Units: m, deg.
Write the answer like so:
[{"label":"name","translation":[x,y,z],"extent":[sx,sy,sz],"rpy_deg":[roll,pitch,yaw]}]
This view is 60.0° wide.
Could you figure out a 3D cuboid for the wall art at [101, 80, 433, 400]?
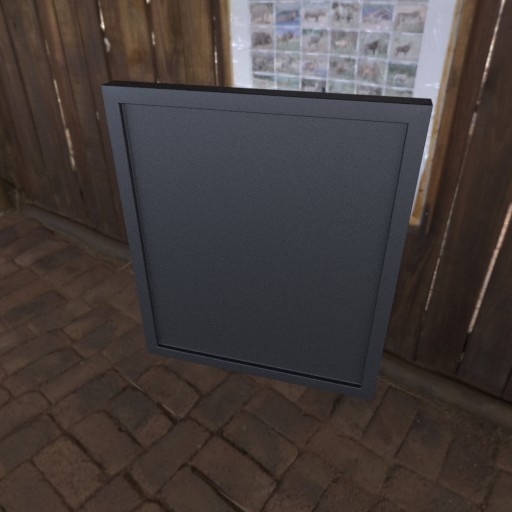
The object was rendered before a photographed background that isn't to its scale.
[{"label":"wall art","translation":[0.000,0.000,0.535],"extent":[0.328,0.381,0.028],"rpy_deg":[8,33,13]}]
